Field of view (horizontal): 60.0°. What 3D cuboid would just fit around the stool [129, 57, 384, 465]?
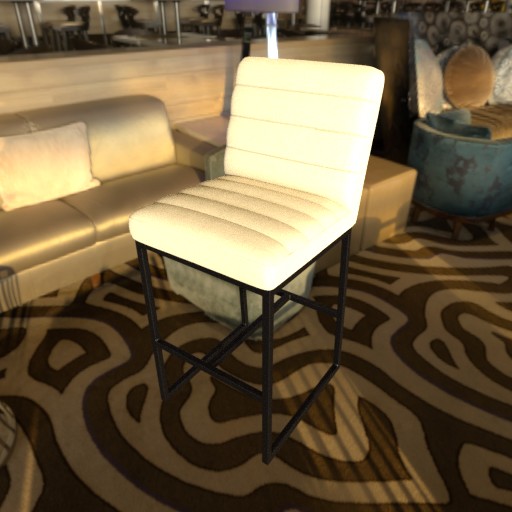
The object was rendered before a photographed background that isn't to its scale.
[{"bbox_3d":[0.000,0.000,1.332,0.460,1.040,0.560,19,35,29],"label":"stool"}]
